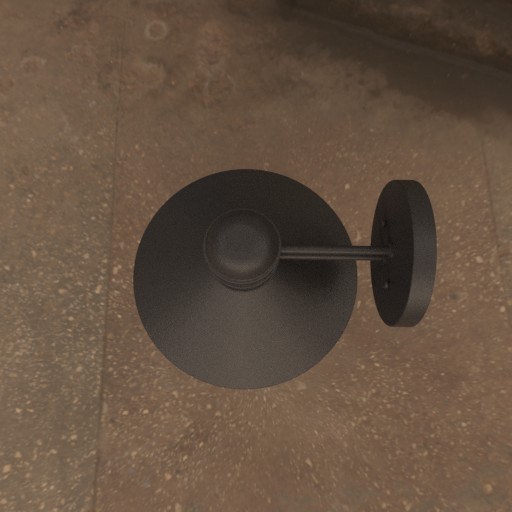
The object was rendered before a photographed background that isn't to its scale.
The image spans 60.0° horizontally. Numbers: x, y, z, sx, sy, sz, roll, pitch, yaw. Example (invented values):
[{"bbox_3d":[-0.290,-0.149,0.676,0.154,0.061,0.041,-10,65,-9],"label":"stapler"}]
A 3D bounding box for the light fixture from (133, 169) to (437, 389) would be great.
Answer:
[{"bbox_3d":[0.000,0.000,0.661,0.434,0.265,0.396,1,76,0],"label":"light fixture"}]
